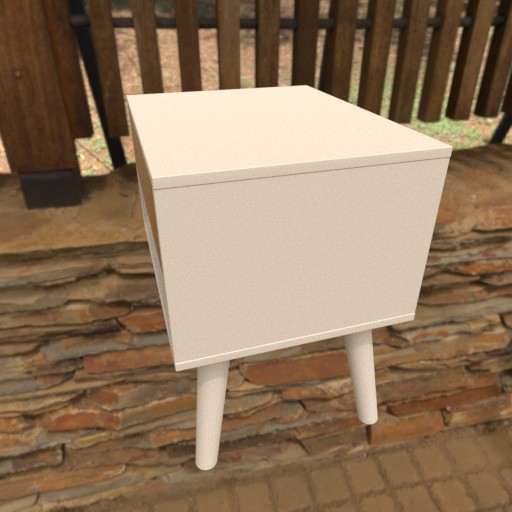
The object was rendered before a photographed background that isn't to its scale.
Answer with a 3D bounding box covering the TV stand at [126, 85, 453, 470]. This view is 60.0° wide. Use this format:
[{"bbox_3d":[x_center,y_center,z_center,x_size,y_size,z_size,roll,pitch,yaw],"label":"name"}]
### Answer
[{"bbox_3d":[0.000,0.000,0.902,0.405,0.559,0.508,-9,31,-15],"label":"TV stand"}]
